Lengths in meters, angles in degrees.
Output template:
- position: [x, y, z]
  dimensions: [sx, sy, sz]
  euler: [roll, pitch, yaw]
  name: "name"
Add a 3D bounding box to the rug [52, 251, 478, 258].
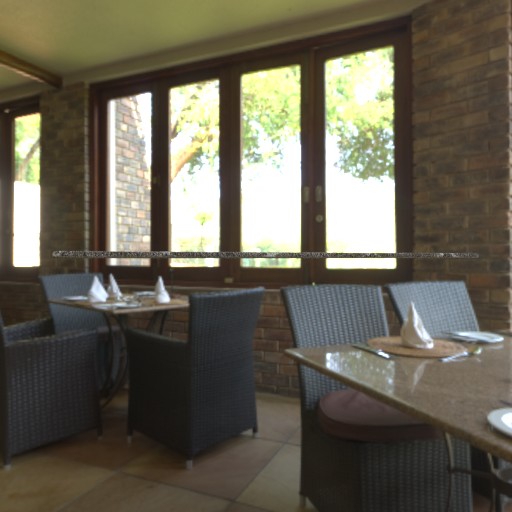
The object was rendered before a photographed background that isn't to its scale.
- position: [0.000, 0.000, 3.121]
  dimensions: [2.438, 0.030, 1.524]
  euler: [0, 0, -17]
  name: "rug"
